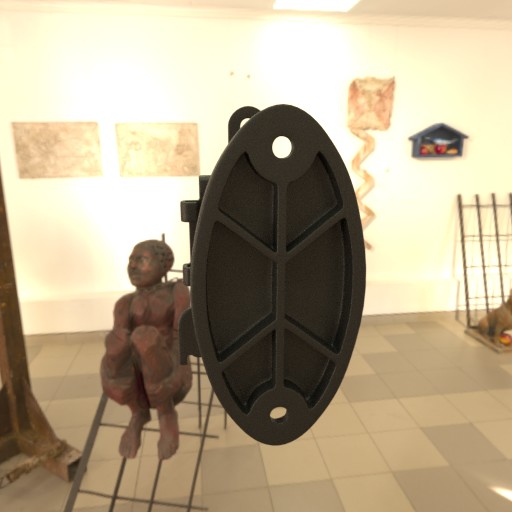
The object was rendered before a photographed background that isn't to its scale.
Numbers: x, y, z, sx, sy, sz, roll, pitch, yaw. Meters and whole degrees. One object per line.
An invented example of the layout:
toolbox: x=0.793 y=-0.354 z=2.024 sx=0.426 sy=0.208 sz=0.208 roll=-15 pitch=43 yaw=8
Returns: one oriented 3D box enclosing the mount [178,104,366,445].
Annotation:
mount: x=0.000 y=0.000 z=0.178 sx=0.066 sy=0.118 sz=0.100 roll=-2 pitch=14 yaw=-8
